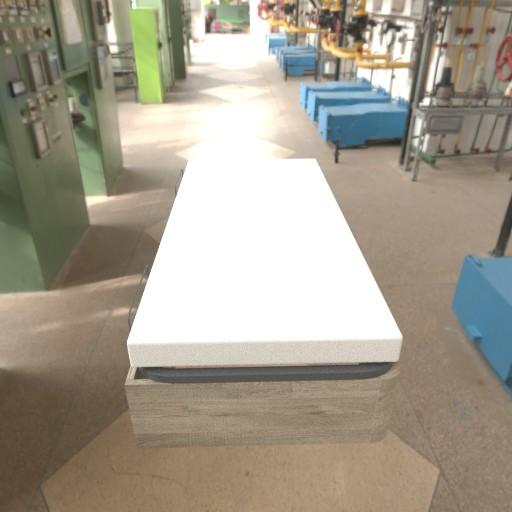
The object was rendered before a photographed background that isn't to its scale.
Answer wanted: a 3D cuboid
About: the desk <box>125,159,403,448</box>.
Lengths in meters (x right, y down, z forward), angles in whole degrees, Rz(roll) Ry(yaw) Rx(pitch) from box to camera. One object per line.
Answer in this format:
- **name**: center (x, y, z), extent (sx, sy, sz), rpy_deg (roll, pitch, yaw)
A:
- **desk**: center (0.000, 0.000, 2.265), extent (0.900, 0.455, 1.900), rpy_deg (-1, 29, -1)
